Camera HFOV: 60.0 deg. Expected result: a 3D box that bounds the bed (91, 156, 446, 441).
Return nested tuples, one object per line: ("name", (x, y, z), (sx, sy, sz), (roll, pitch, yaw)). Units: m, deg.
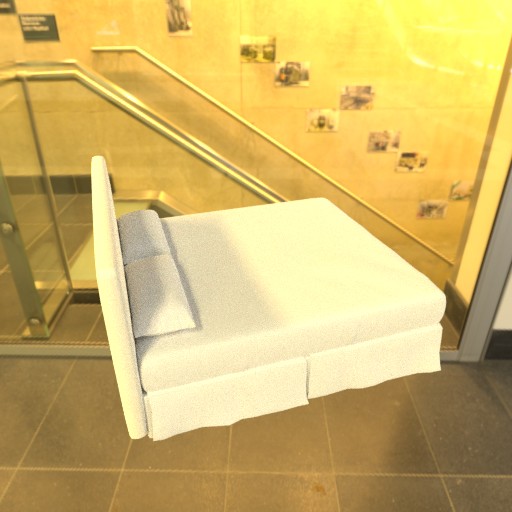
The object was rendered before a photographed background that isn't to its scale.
("bed", (0.000, 0.000, 3.609), (2.341, 1.317, 2.119), (-9, 31, -16))
